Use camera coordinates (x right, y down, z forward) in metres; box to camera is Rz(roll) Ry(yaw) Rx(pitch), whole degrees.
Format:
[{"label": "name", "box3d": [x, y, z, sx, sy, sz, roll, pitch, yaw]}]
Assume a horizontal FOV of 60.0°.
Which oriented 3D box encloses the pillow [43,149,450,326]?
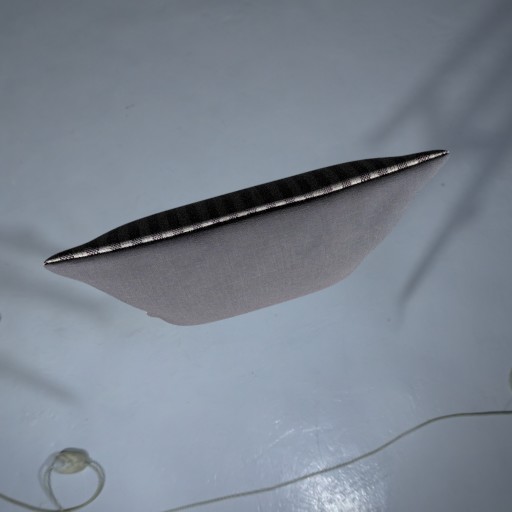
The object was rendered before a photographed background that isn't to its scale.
[{"label": "pillow", "box3d": [0.000, 0.000, 0.780, 0.523, 0.506, 0.166, -16, 75, -4]}]
